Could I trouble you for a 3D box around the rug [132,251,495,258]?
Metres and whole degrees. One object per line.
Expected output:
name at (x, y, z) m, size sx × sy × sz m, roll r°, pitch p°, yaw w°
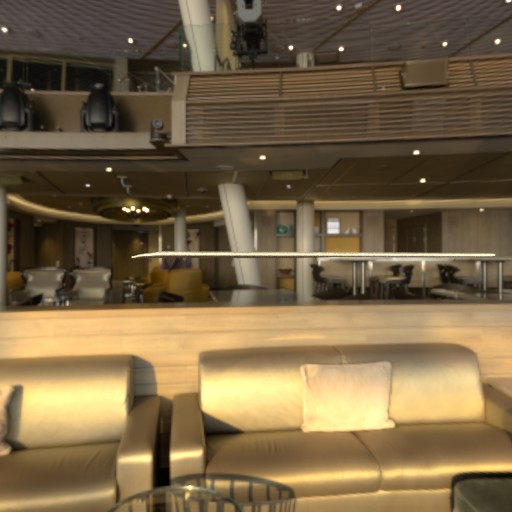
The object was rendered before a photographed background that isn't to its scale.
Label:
rug at (0.000, 0.000, 2.998) m, size 1.535 × 0.022 × 2.498 m, roll 0°, pitch 0°, yaw -18°
